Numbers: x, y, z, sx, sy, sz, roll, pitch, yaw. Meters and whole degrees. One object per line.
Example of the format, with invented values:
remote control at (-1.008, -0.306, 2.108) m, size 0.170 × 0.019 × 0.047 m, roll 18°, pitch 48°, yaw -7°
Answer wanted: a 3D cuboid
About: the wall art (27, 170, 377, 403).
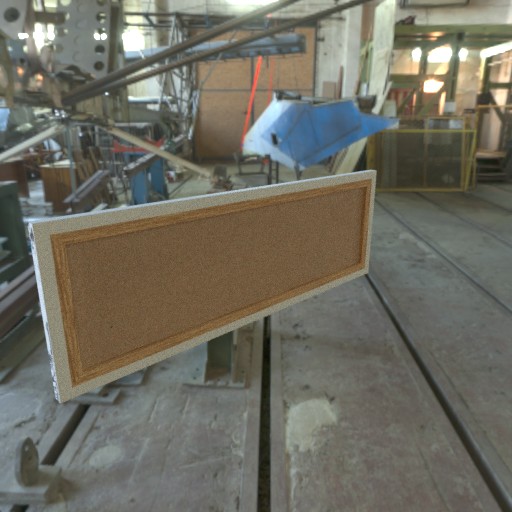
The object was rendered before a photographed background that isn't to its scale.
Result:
wall art at (0.000, 0.000, 1.652) m, size 1.520 × 0.507 × 0.039 m, roll -16°, pitch 24°, yaw -41°
